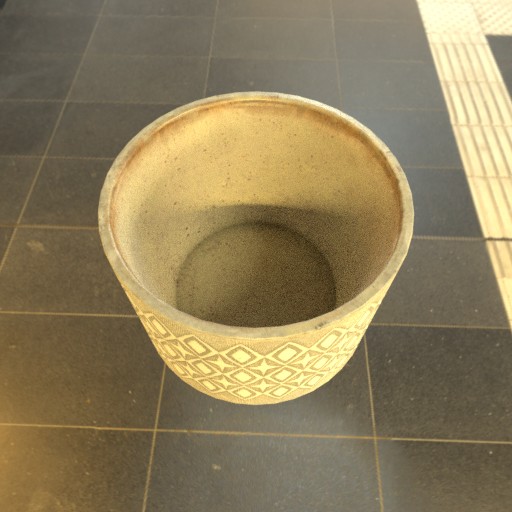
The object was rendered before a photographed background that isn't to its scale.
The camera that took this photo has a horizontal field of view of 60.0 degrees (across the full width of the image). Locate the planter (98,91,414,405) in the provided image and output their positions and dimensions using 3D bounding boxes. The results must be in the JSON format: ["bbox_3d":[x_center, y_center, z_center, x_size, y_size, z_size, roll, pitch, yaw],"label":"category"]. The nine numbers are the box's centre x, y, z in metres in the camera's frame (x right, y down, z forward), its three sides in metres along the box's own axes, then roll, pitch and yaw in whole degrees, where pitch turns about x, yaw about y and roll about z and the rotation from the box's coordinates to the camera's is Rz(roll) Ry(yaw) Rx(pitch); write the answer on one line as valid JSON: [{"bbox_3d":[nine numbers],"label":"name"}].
[{"bbox_3d":[0.000,0.000,0.325,0.186,0.144,0.186,0,58,0],"label":"planter"}]
